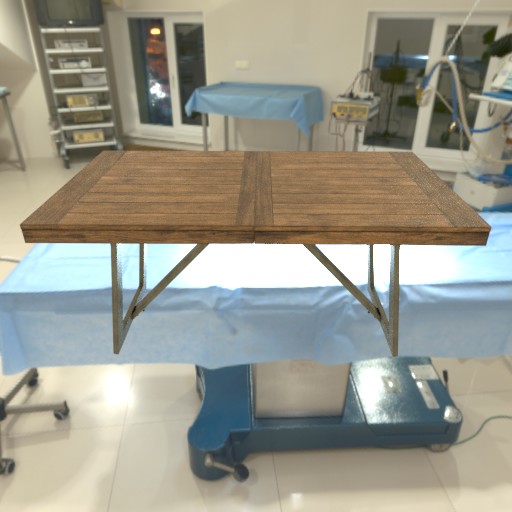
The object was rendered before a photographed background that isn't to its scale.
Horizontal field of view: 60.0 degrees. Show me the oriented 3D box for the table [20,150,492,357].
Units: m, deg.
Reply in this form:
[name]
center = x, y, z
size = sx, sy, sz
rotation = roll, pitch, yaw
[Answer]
[table]
center = 0.000, 0.000, 2.132
size = 1.641, 0.757, 0.931
rotation = 0, 29, 1
